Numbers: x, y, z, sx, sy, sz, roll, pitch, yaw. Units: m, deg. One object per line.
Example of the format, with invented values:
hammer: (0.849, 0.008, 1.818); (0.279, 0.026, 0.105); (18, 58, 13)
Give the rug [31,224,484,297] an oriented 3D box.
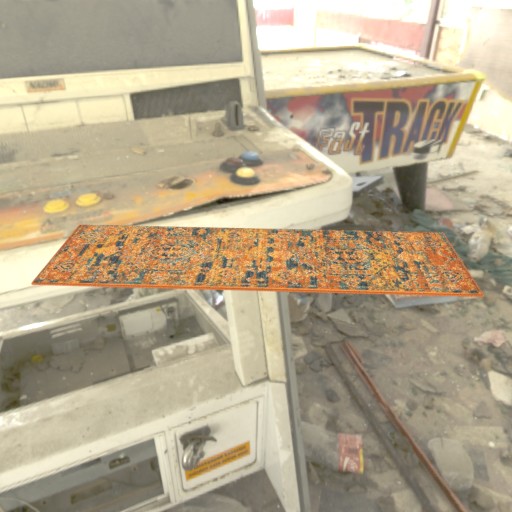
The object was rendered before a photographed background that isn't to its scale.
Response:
rug: (0.000, 0.000, 2.492); (2.274, 0.016, 0.651); (1, 32, 2)
